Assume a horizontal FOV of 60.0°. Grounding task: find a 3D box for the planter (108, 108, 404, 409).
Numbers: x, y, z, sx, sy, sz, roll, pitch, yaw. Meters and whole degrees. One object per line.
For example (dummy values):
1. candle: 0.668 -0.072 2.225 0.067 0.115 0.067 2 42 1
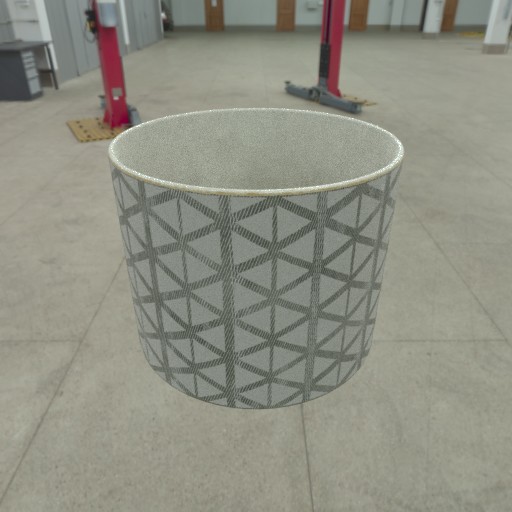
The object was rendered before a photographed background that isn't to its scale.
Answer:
1. planter: 0.000 0.000 0.448 0.250 0.239 0.250 0 30 0
